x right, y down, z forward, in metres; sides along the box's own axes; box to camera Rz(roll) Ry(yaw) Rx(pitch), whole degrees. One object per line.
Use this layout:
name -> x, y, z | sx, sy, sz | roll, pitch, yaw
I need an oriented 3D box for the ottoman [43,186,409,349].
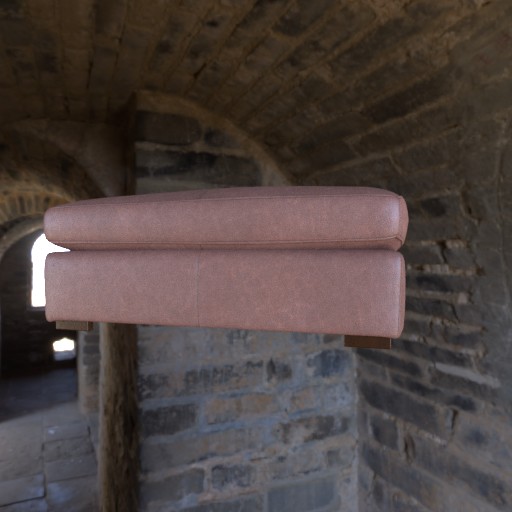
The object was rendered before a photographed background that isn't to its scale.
ottoman -> 0.000, 0.000, 1.833 | 1.168, 0.490, 1.168 | 0, 0, 17
